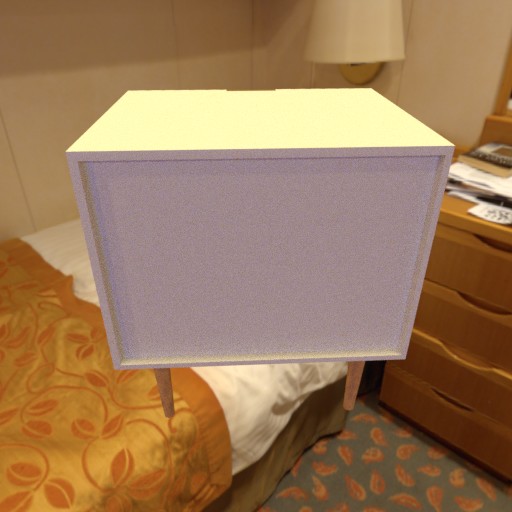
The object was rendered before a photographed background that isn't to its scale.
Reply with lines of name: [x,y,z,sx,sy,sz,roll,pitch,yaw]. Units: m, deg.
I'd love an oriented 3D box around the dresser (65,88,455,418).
dresser: [0.000,0.000,0.893,0.503,0.568,0.414,-1,31,-2]
